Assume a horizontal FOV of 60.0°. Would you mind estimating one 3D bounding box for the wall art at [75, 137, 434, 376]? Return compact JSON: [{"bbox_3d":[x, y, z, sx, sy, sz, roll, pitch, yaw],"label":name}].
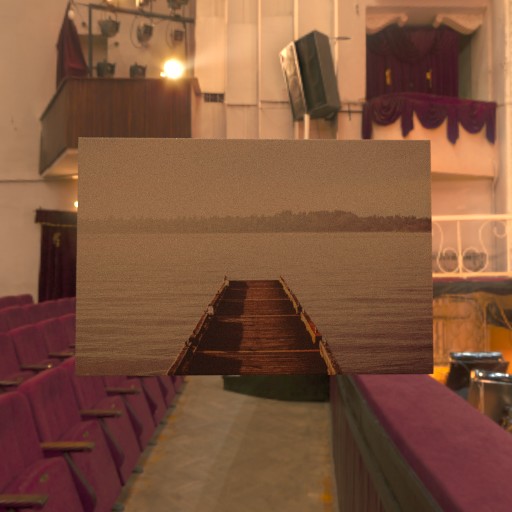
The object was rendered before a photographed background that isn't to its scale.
[{"bbox_3d":[0.000,0.000,0.777,0.615,0.410,0.021,0,-2,-1],"label":"wall art"}]
